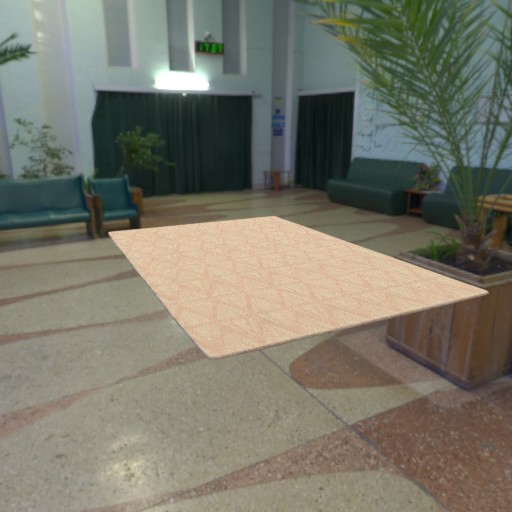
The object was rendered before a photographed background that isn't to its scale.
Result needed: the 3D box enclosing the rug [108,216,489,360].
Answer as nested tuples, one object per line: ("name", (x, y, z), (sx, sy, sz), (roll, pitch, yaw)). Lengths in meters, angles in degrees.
("rug", (0.000, 0.000, 3.030), (1.609, 0.015, 2.390), (-8, 18, -26))
